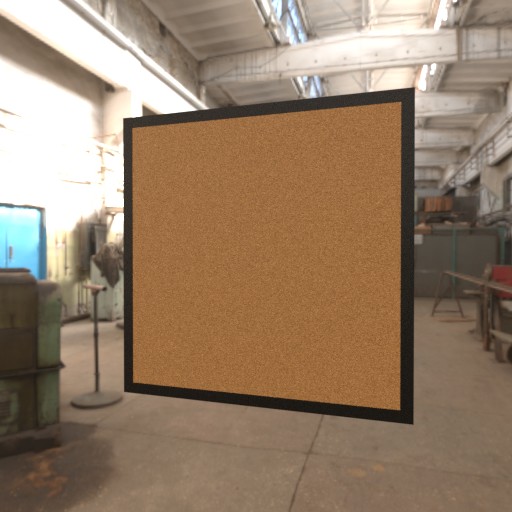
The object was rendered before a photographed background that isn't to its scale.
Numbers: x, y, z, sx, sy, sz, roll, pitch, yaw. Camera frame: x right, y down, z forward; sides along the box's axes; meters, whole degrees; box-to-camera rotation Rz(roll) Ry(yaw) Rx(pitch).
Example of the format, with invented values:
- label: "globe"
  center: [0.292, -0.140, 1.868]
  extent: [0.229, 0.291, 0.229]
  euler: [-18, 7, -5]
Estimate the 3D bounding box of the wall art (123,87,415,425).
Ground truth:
- label: "wall art"
  center: [0.000, 0.000, 1.134]
  extent: [0.762, 0.762, 0.038]
  euler: [0, 1, 18]
